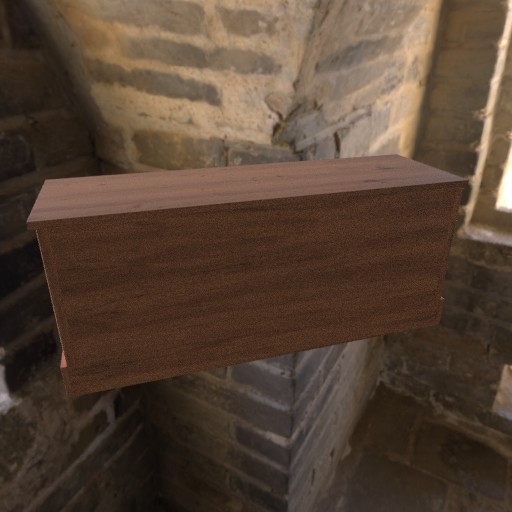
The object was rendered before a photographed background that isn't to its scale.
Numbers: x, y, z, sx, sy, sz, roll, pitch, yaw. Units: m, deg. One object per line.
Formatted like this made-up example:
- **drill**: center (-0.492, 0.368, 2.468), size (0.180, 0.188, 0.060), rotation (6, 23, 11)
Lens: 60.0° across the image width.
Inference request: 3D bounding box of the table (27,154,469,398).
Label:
- **table**: center (0.000, 0.000, 1.435), size (1.200, 0.510, 0.400), rotation (-7, 26, -16)
